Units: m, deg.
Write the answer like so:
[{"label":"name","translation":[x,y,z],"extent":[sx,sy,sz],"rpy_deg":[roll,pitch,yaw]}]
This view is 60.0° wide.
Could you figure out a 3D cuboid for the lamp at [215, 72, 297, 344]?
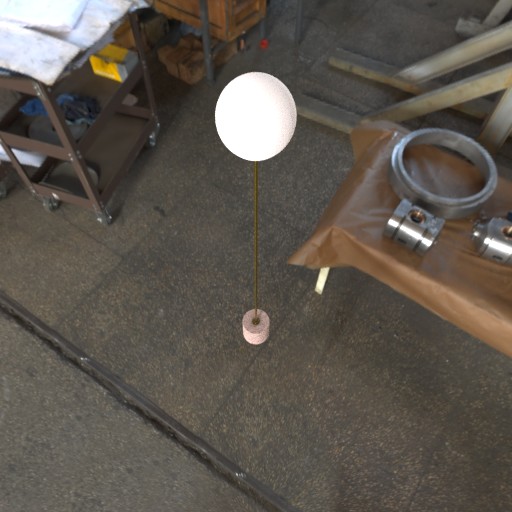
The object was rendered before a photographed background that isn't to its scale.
[{"label":"lamp","translation":[0.000,0.000,1.896],"extent":[0.229,1.748,0.229],"rpy_deg":[0,59,0]}]
